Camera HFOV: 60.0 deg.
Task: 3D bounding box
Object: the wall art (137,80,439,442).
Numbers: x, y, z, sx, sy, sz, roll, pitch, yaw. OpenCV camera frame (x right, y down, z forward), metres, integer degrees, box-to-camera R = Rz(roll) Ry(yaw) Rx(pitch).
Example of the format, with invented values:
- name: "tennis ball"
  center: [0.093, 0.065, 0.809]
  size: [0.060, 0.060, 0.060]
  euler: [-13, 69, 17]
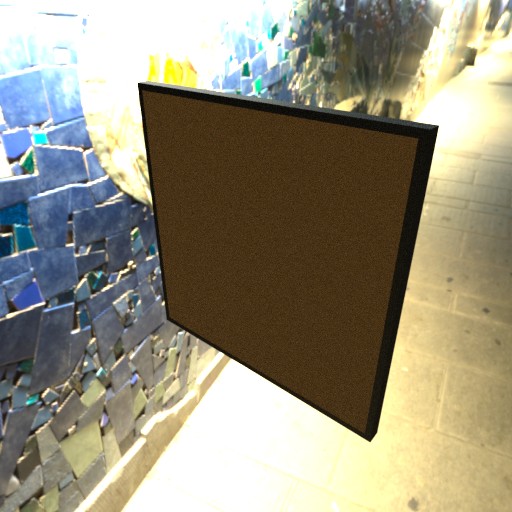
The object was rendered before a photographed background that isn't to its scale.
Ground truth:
- name: "wall art"
  center: [0.000, 0.000, 1.125]
  size: [0.763, 0.763, 0.038]
  euler: [22, 37, 34]
